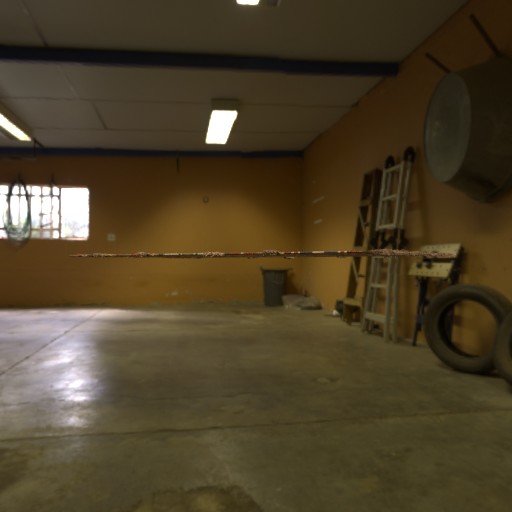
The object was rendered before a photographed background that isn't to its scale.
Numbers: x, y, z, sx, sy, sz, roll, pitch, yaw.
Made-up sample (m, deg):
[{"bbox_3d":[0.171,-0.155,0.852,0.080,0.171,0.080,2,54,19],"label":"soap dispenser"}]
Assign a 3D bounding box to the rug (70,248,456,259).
[{"bbox_3d":[0.000,0.000,3.238,2.450,0.048,1.778,-1,-1,36],"label":"rug"}]
